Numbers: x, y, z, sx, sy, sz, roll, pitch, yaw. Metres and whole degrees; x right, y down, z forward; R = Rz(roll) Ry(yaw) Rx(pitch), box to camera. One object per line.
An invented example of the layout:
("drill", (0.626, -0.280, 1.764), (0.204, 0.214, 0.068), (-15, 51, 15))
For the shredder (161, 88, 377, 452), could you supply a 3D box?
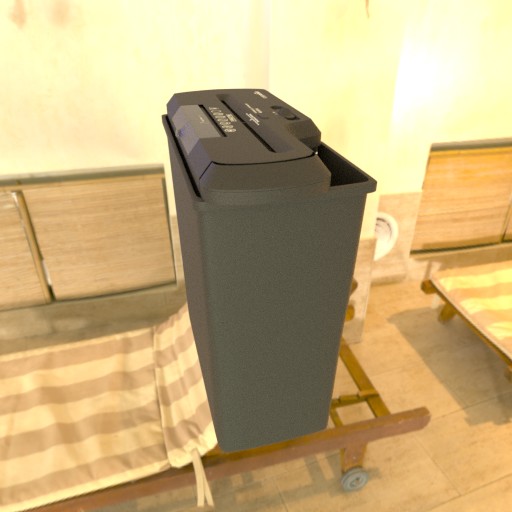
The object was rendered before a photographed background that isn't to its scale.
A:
("shredder", (0.000, 0.000, 0.523), (0.170, 0.335, 0.320), (-8, 31, -13))
